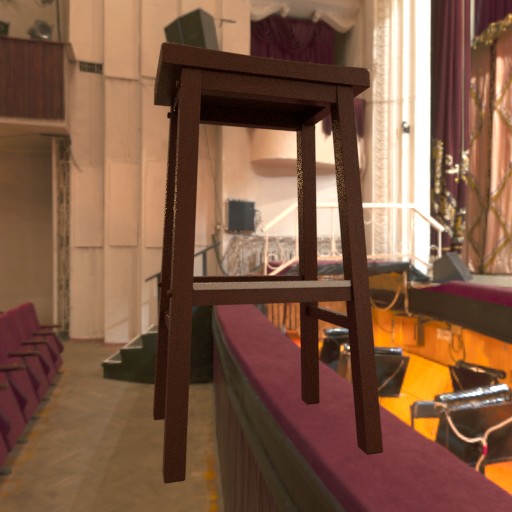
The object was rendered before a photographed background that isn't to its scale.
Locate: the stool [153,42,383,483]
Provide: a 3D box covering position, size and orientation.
[{"bbox_3d":[0.000,0.000,0.931,0.406,0.742,0.322,0,0,-16],"label":"stool"}]
